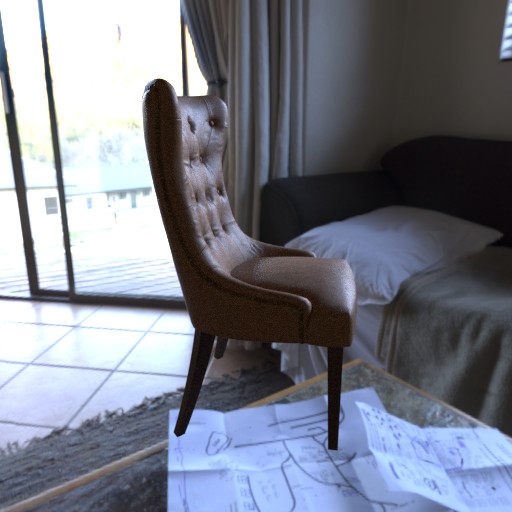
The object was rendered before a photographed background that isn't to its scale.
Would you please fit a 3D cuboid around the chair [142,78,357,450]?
[{"bbox_3d":[0.000,0.000,1.487,0.669,1.065,0.611,2,15,9],"label":"chair"}]
